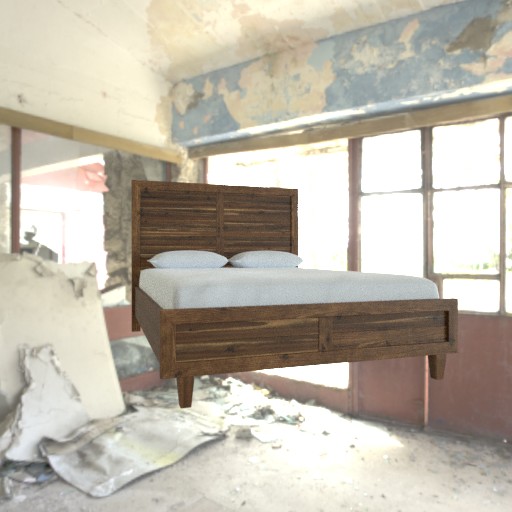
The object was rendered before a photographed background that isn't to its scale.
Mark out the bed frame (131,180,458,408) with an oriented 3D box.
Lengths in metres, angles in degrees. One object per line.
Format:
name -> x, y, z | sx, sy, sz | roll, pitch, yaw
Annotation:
bed frame -> 0.000, 0.000, 3.367 | 1.696, 1.417, 2.276 | 0, 0, -19
